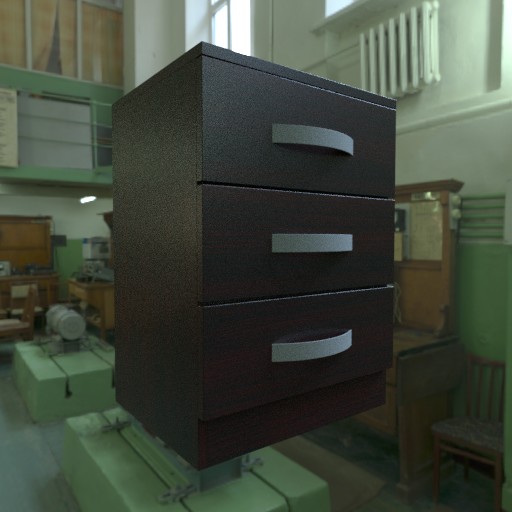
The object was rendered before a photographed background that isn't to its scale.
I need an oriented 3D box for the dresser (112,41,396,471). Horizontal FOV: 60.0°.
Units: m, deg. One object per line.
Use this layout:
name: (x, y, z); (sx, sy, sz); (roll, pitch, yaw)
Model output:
dresser: (0.000, 0.000, 0.810); (0.400, 0.560, 0.360); (-2, 3, -37)
